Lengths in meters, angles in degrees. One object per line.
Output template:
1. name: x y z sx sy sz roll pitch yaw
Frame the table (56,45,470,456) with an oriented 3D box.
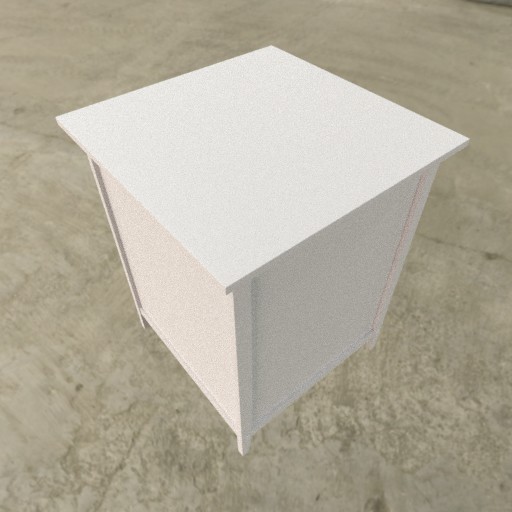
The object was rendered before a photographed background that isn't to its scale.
1. table: 0.000 0.000 0.747 0.381 0.483 0.381 -31 54 -26
